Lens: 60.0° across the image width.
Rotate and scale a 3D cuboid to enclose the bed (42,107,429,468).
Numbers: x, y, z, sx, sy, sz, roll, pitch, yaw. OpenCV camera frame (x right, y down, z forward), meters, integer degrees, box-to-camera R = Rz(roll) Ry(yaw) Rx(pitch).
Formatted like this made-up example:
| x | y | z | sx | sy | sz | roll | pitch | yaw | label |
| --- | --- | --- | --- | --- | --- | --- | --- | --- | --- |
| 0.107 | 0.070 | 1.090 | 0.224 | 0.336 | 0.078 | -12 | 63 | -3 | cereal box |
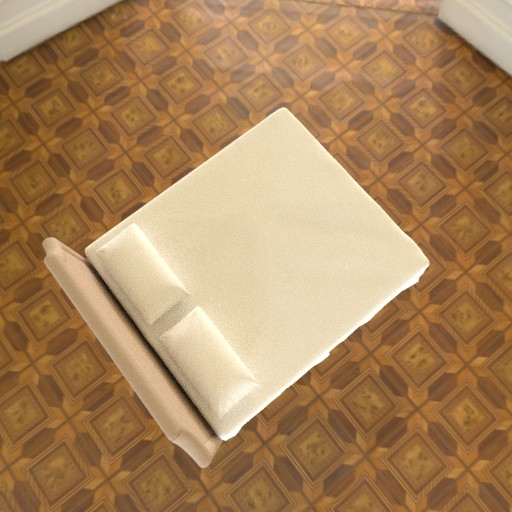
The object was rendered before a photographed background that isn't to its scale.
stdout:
| x | y | z | sx | sy | sz | roll | pitch | yaw | label |
| --- | --- | --- | --- | --- | --- | --- | --- | --- | --- |
| 0.000 | 0.000 | 4.106 | 2.773 | 1.590 | 2.350 | -38 | 78 | -9 | bed |
